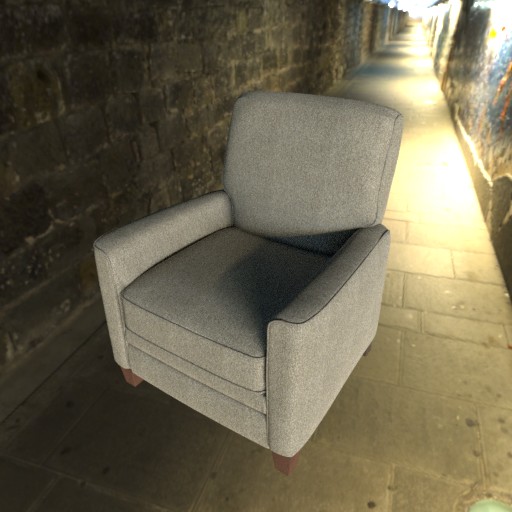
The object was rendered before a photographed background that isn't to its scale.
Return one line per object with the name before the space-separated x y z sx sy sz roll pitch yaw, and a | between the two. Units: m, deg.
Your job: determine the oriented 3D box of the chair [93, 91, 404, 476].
chair | 0.000 0.000 1.618 0.841 1.028 0.858 18 34 29
